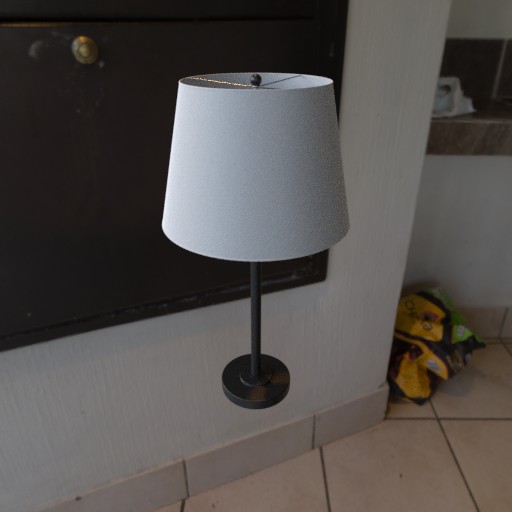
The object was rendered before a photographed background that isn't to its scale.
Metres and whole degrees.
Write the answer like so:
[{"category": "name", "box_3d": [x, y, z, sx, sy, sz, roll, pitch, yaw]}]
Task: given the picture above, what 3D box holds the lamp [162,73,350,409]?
[{"category": "lamp", "box_3d": [0.000, 0.000, 0.911, 0.363, 0.696, 0.363, 0, 27, 0]}]
